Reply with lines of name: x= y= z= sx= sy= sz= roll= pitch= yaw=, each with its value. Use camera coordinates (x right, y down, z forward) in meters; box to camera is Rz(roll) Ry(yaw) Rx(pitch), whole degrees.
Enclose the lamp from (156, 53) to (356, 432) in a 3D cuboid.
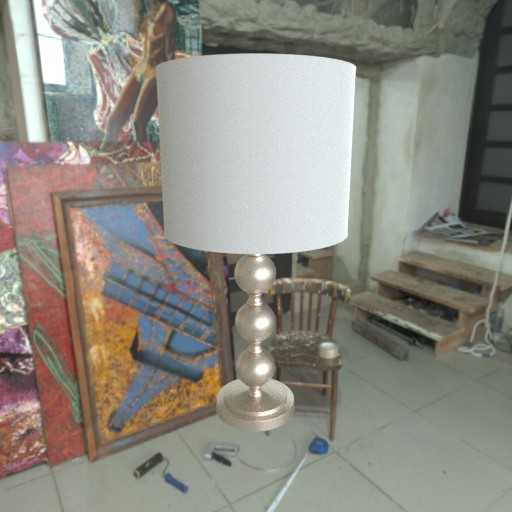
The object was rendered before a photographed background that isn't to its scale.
lamp: x=0.000 y=0.000 z=0.692 sx=0.277 sy=0.538 sz=0.277 roll=8 pitch=17 yaw=27
